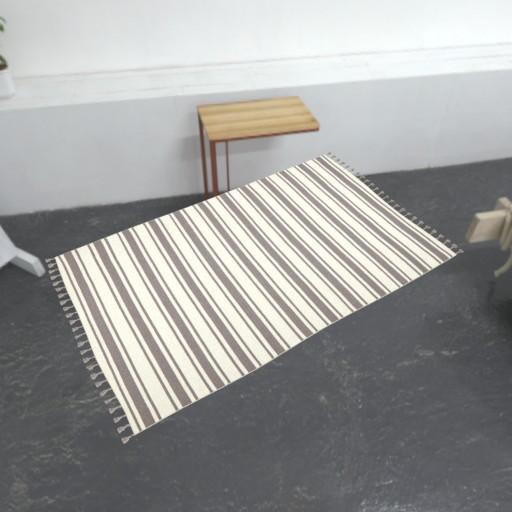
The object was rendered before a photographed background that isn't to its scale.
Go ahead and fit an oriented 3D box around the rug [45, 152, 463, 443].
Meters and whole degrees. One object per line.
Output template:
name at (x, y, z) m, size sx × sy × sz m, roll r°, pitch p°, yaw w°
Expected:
rug at (0.000, 0.000, 2.548) m, size 2.096 × 0.011 × 1.229 m, roll -24°, pitch 51°, yaw -22°
